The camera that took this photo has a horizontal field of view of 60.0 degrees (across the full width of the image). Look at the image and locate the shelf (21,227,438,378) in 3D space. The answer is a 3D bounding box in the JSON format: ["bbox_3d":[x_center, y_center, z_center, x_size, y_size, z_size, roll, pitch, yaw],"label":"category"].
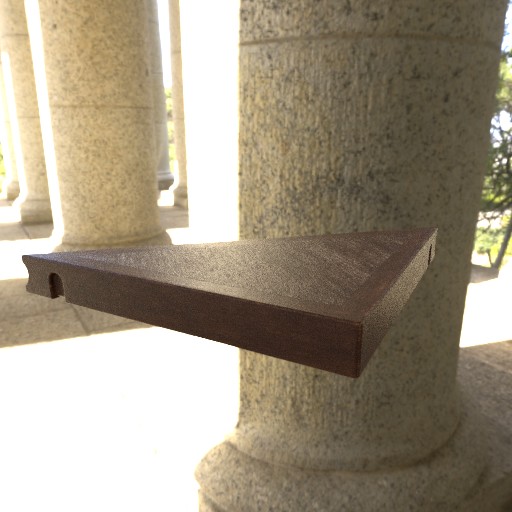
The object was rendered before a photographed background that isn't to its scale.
[{"bbox_3d":[0.000,0.000,0.440,0.296,0.035,0.296,8,18,28],"label":"shelf"}]
